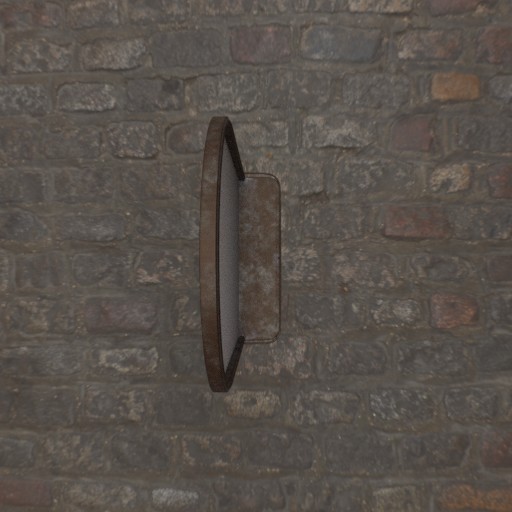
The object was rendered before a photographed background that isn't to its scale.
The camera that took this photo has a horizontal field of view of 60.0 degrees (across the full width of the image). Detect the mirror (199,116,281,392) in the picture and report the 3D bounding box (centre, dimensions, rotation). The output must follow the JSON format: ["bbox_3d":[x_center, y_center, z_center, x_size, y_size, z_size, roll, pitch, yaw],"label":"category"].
[{"bbox_3d":[0.000,0.000,0.986,0.137,0.770,0.510,0,89,1],"label":"mirror"}]
